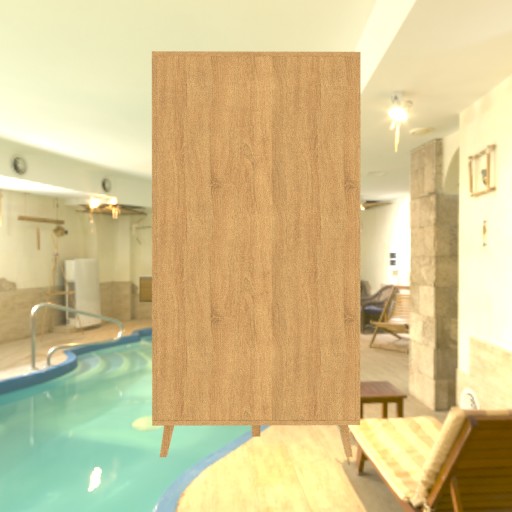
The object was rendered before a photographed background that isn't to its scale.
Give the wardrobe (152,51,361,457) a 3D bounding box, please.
[{"bbox_3d":[0.000,0.000,2.424,1.000,1.960,0.600,0,0,0],"label":"wardrobe"}]
